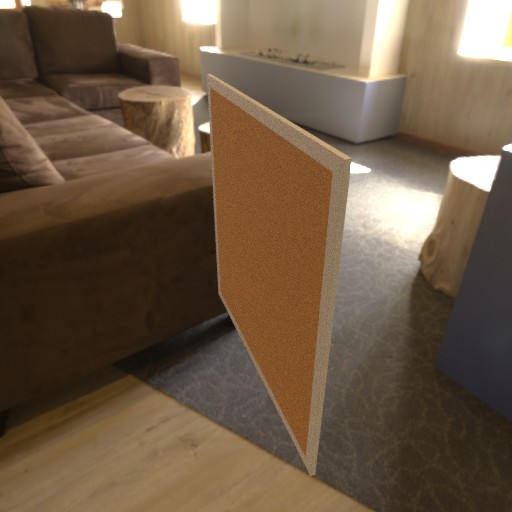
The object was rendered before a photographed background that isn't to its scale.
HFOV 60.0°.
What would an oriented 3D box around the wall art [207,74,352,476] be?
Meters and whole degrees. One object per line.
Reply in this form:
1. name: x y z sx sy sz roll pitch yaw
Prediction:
1. wall art: 0.000 0.000 0.835 0.009 0.559 0.558 -11 33 -17
